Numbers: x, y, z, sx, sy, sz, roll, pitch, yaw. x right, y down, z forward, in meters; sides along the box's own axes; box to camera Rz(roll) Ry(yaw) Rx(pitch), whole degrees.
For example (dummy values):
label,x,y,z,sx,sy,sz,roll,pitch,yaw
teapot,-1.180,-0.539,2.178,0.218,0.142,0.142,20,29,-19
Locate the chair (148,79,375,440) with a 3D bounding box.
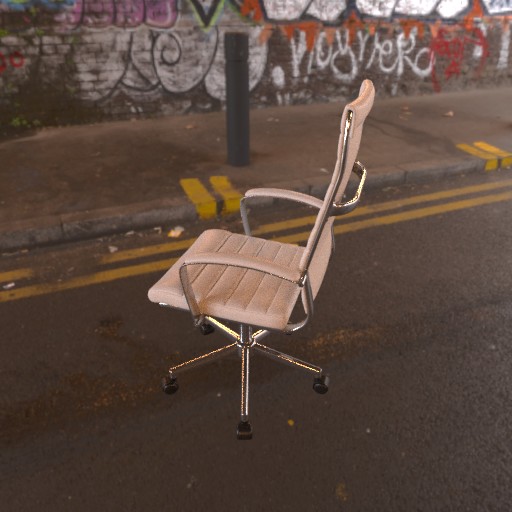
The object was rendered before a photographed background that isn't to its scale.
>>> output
label,x,y,z,sx,sy,sz,roll,pitch,yaw
chair,0.000,0.000,1.576,0.679,1.149,0.679,9,31,15
